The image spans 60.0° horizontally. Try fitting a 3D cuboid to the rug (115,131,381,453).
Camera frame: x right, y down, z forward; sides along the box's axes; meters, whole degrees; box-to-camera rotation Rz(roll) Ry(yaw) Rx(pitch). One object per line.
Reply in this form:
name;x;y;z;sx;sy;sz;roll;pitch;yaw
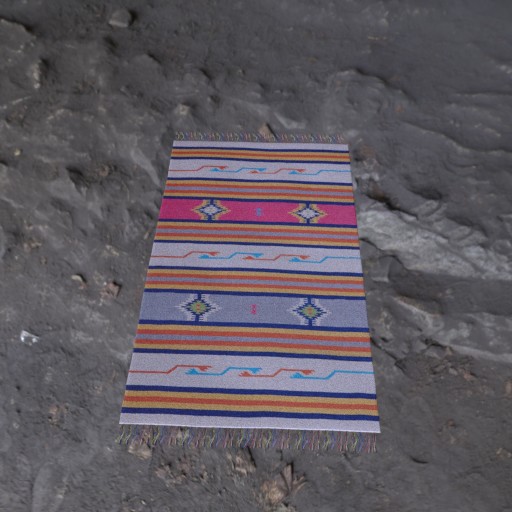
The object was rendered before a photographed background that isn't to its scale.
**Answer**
rug;0.000;0.000;2.283;1.084;0.013;1.849;2;57;1
